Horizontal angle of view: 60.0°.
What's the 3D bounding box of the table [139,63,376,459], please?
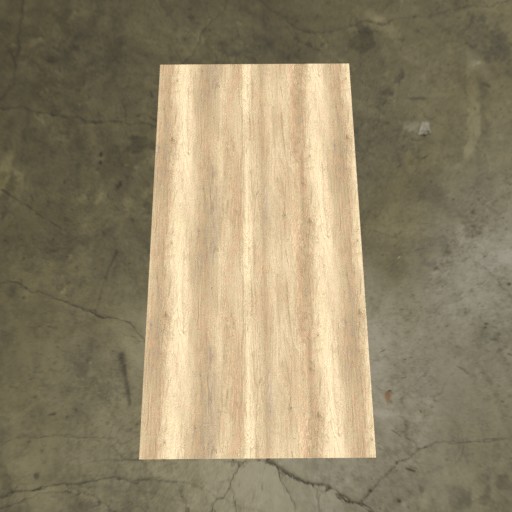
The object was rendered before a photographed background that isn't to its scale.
[{"bbox_3d":[0.000,0.000,1.697,0.700,0.460,1.350,0,76,0],"label":"table"}]
